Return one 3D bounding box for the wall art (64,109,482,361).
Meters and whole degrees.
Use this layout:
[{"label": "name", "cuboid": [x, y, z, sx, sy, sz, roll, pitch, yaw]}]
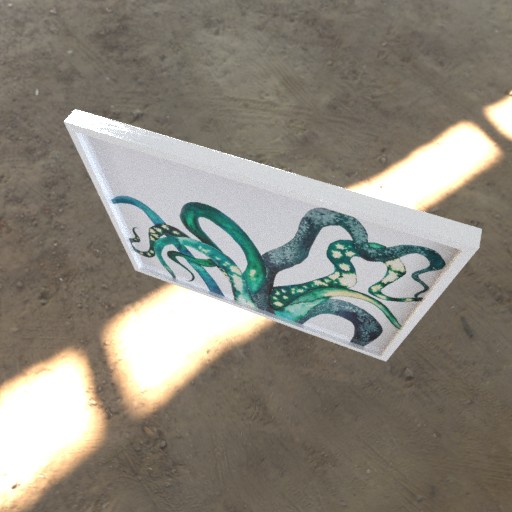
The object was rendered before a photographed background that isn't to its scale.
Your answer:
[{"label": "wall art", "cuboid": [0.000, 0.000, 1.391, 1.041, 0.787, 0.053, 19, 61, 11]}]
